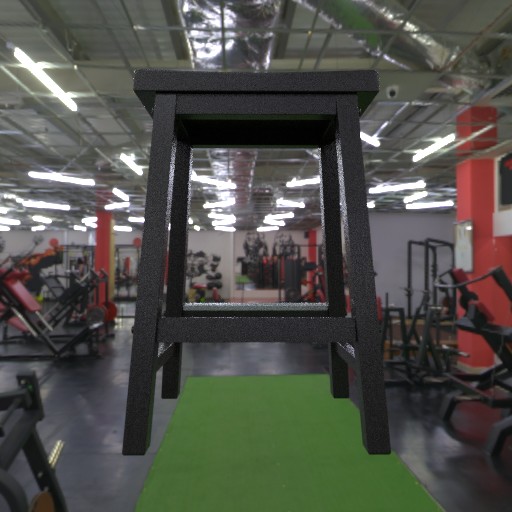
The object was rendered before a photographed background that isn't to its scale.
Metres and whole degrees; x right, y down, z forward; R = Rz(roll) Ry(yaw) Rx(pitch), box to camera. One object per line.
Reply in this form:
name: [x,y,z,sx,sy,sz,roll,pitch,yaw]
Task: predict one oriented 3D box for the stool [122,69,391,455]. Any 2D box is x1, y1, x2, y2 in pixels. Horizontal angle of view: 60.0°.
stool: [0.000,0.000,0.836,0.406,0.610,0.322,0,-1,0]
